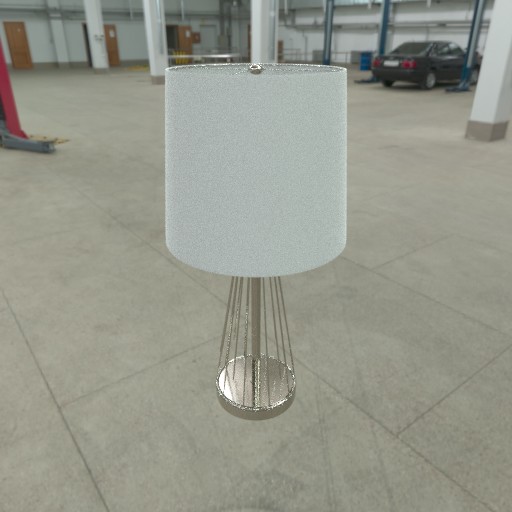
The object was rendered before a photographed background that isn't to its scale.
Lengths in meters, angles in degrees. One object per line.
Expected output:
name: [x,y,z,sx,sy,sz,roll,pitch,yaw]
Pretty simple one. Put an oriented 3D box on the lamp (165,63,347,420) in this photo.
lamp: [0.000,0.000,0.776,0.303,0.618,0.303,0,26,0]
